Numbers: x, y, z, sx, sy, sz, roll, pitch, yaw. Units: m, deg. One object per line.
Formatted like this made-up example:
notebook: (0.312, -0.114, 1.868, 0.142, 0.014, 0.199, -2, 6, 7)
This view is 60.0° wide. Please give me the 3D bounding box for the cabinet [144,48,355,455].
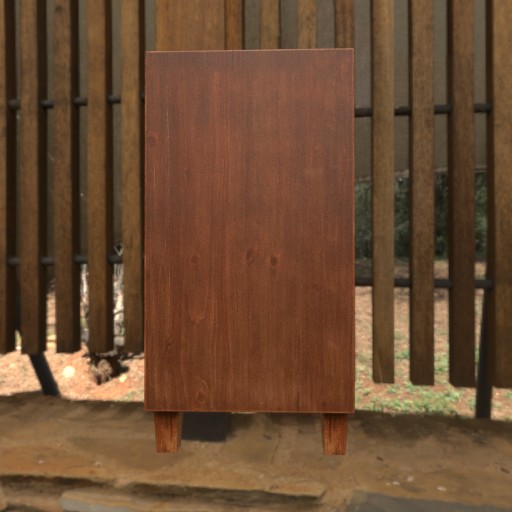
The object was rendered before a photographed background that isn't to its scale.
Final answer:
cabinet: (0.000, 0.000, 1.245, 0.412, 0.785, 0.796, 0, -1, 2)
